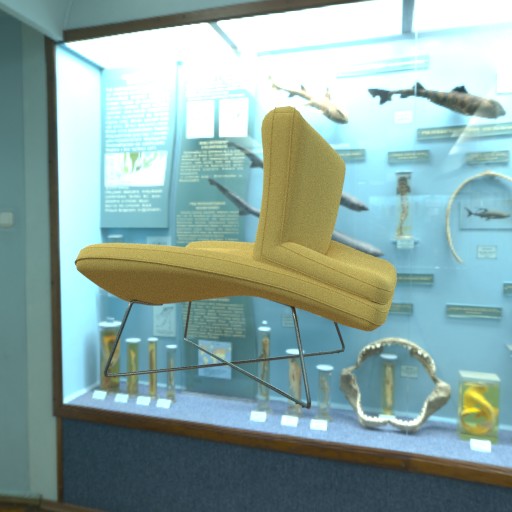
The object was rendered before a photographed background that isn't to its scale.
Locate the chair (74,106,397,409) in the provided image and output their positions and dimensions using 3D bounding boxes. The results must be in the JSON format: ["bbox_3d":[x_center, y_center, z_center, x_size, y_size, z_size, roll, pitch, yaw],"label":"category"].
[{"bbox_3d":[0.000,0.000,1.674,1.008,0.855,0.859,1,3,19],"label":"chair"}]
